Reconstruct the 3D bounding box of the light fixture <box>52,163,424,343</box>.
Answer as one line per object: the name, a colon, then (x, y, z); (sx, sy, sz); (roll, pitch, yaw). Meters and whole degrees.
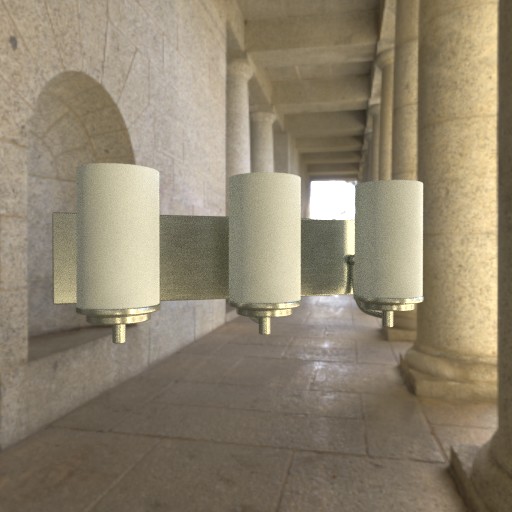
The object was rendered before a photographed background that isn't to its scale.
light fixture: (0.000, 0.000, 0.521); (0.451, 0.172, 0.145); (0, 1, -18)
